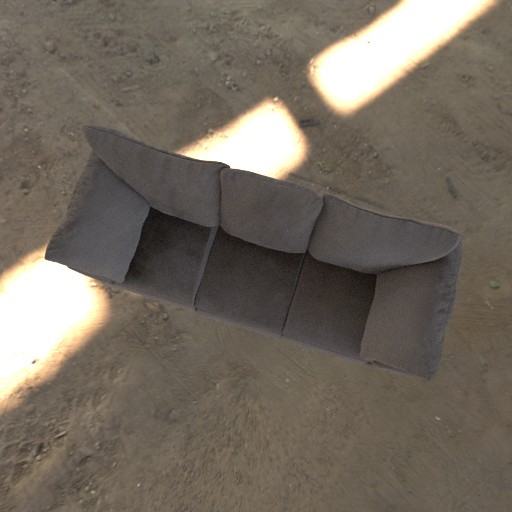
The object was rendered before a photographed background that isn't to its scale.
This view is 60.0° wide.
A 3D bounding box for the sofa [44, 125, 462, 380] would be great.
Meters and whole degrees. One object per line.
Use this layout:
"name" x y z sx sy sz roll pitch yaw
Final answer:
"sofa" 0.000 0.000 2.794 2.336 1.073 0.878 17 76 4
